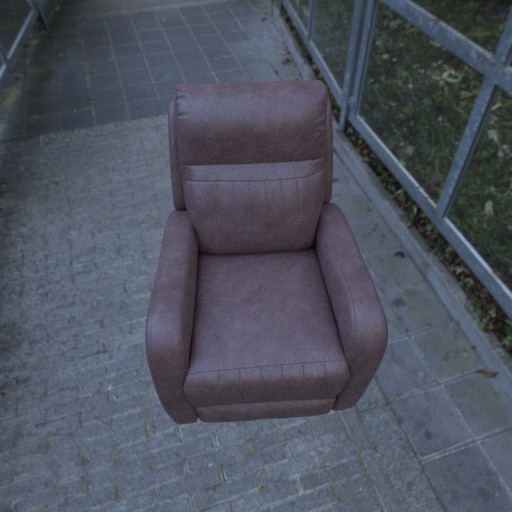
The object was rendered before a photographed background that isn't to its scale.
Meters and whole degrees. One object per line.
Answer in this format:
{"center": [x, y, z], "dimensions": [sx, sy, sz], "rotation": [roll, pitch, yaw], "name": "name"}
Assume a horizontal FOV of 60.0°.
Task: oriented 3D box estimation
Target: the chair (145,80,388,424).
{"center": [0.000, 0.000, 1.826], "dimensions": [0.865, 1.067, 1.067], "rotation": [-3, 48, -3], "name": "chair"}
